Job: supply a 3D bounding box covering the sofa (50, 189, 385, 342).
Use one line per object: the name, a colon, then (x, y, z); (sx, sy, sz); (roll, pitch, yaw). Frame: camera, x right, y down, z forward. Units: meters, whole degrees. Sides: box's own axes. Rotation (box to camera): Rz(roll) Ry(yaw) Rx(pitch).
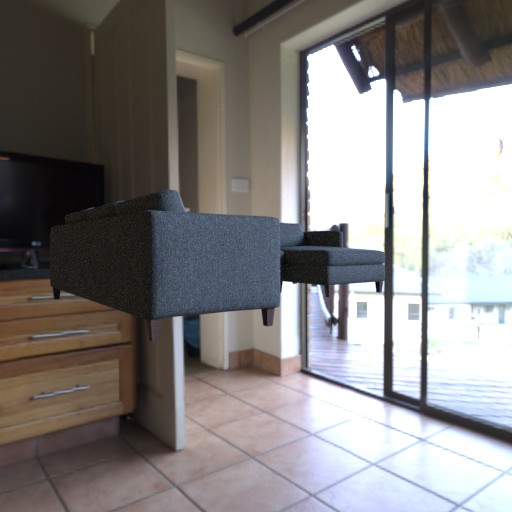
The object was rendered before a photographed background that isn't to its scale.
sofa: (0.000, 0.000, 4.295); (3.238, 0.853, 2.551); (-1, 1, -36)
